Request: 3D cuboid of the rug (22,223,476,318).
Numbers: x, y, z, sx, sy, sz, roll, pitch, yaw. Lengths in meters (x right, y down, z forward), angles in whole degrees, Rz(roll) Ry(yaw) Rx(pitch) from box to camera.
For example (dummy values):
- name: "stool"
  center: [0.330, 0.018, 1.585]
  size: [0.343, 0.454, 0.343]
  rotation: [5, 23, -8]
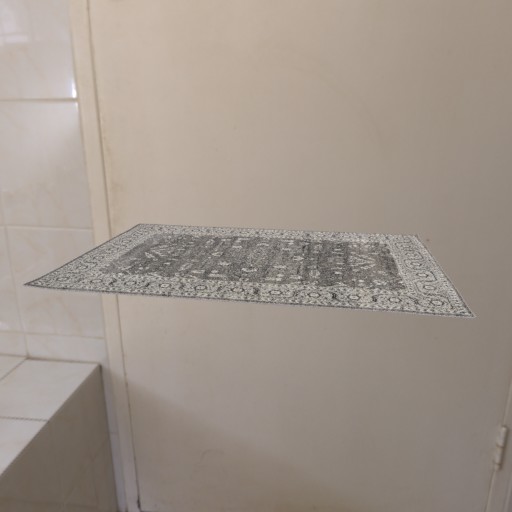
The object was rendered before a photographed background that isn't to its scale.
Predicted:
- name: "rug"
  center: [0.000, 0.000, 2.309]
  size: [1.828, 0.019, 1.209]
  rotation: [3, 17, 9]
